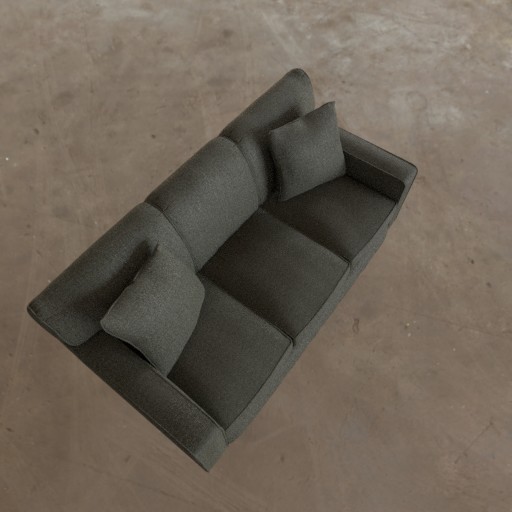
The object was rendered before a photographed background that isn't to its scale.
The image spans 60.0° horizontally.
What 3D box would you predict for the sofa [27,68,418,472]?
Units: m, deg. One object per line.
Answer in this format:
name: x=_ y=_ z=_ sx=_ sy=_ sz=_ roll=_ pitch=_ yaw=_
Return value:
sofa: x=0.000 y=0.000 z=2.504 sx=0.997 sy=0.958 sz=2.024 roll=33 pitch=64 yaw=18
